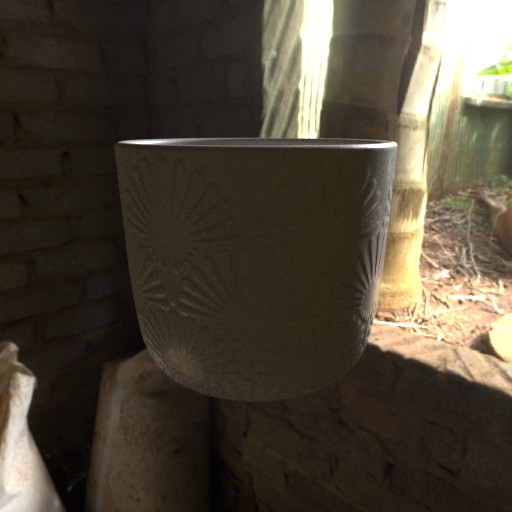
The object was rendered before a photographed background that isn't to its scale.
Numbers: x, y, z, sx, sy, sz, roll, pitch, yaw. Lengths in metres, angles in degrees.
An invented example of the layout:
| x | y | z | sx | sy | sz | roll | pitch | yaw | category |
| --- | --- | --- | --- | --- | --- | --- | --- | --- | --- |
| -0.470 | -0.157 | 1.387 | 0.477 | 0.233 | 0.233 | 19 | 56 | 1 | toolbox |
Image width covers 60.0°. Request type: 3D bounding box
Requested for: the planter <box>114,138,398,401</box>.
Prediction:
| x | y | z | sx | sy | sz | roll | pitch | yaw | category |
| --- | --- | --- | --- | --- | --- | --- | --- | --- | --- |
| 0.000 | 0.000 | 0.217 | 0.124 | 0.109 | 0.124 | 0 | 16 | 0 | planter |
